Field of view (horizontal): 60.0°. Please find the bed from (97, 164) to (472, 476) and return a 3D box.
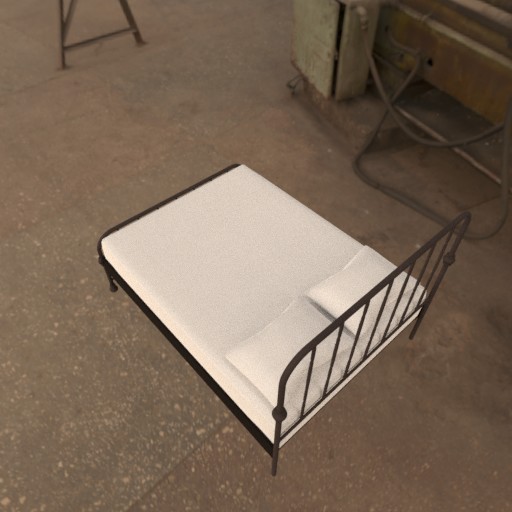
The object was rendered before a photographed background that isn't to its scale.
[{"bbox_3d":[0.000,0.000,3.241,1.616,1.446,2.134,-34,56,-27],"label":"bed"}]
